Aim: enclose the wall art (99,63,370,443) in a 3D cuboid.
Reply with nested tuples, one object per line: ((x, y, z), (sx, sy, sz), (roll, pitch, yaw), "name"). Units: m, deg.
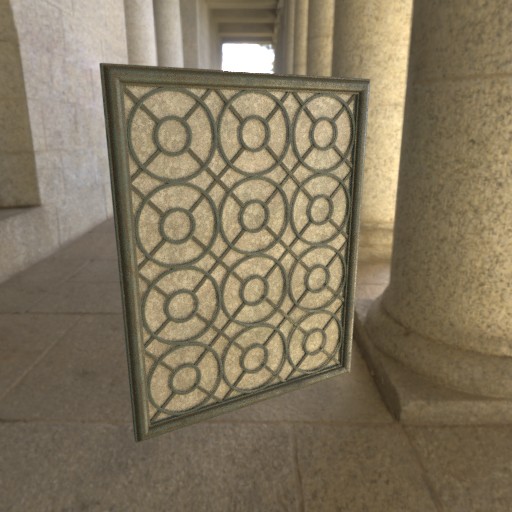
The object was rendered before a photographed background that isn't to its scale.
((0.000, 0.000, 1.276), (0.767, 0.983, 0.030), (-9, 19, -27), "wall art")
